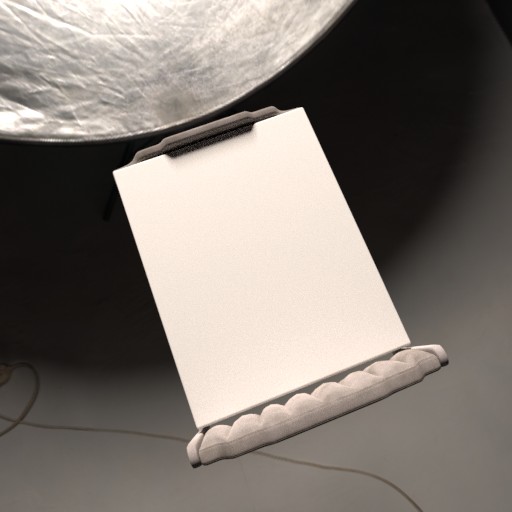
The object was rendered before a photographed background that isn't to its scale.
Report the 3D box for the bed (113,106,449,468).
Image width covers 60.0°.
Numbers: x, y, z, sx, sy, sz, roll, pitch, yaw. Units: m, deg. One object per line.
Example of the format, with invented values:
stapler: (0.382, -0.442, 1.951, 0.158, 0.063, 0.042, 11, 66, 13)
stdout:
bed: (0.000, 0.000, 3.298, 1.676, 1.245, 2.340, -20, 77, -5)
